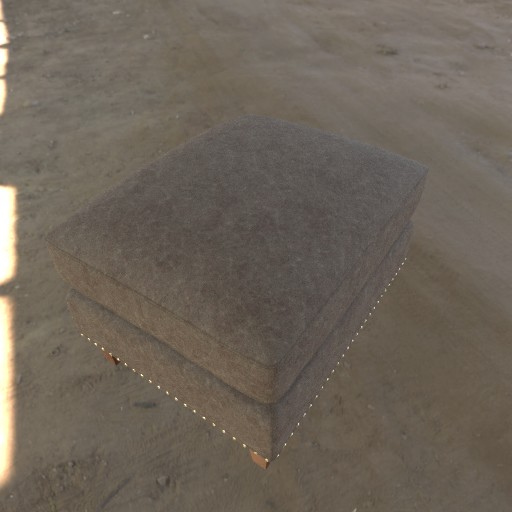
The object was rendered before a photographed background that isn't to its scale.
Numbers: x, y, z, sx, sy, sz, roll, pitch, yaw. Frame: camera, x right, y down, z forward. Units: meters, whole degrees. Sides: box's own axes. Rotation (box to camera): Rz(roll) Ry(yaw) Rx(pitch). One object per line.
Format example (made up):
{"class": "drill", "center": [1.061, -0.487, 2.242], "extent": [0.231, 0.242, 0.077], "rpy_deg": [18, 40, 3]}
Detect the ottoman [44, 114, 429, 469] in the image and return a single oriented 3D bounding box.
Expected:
{"class": "ottoman", "center": [0.000, 0.000, 1.123], "extent": [0.584, 0.513, 0.741], "rpy_deg": [24, 47, 25]}
